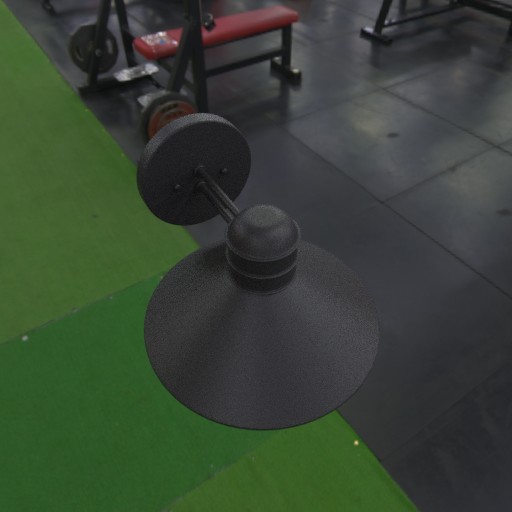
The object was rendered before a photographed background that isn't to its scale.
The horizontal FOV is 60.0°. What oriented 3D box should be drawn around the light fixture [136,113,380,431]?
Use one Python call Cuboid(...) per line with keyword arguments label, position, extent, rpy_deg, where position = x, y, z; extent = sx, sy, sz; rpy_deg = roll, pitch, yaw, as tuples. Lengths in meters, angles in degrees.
Cuboid(label="light fixture", position=(0.000, 0.000, 0.677), extent=(0.396, 0.265, 0.434), rpy_deg=(-23, 50, -21))
